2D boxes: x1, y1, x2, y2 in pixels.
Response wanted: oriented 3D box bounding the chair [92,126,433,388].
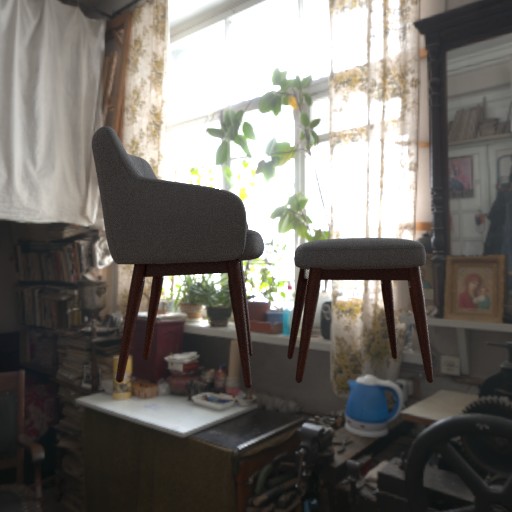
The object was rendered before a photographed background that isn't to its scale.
[{"bbox_3d":[0.000,0.000,1.565,1.107,0.799,0.584,0,-1,0],"label":"chair"}]
